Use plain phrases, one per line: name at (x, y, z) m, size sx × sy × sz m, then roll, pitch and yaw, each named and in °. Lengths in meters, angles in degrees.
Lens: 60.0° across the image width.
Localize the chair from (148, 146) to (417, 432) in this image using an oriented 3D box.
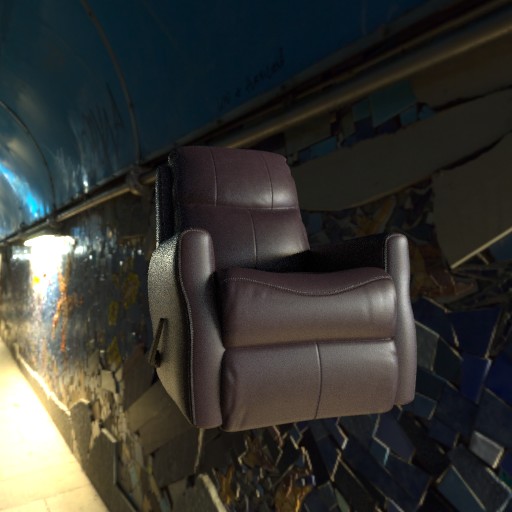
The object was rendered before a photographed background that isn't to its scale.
chair at (0.000, 0.000, 1.738) m, size 0.829 × 1.030 × 1.080 m, roll 0°, pitch -1°, yaw -19°
